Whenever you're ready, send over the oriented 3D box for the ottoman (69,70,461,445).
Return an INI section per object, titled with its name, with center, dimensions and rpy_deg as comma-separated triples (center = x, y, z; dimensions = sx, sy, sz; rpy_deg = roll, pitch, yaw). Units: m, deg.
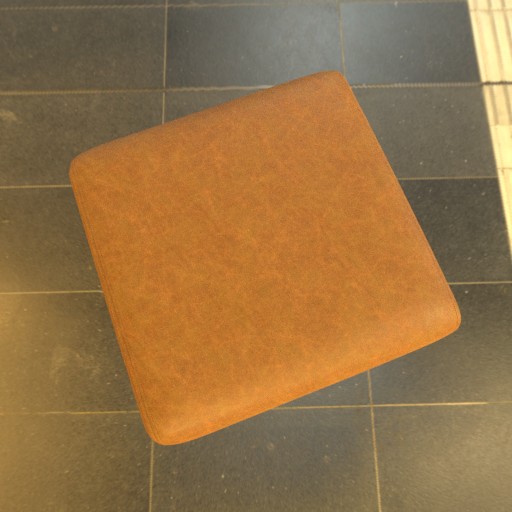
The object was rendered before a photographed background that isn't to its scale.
[ottoman]
center = 0.000, 0.000, 1.055
dimensions = 0.650, 0.399, 0.650
rpy_deg = -20, 77, -5
